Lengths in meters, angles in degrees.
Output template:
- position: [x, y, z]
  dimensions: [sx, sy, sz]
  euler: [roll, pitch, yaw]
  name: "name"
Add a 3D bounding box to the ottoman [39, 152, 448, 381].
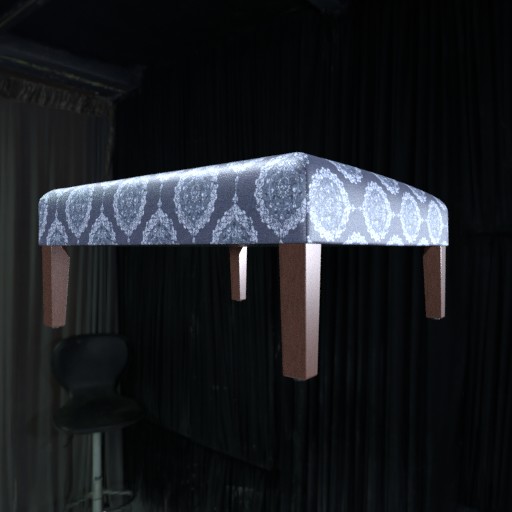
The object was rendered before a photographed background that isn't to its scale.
- position: [0.000, 0.000, 1.342]
  dimensions: [0.889, 0.409, 0.890]
  euler: [1, 1, 37]
  name: "ottoman"
